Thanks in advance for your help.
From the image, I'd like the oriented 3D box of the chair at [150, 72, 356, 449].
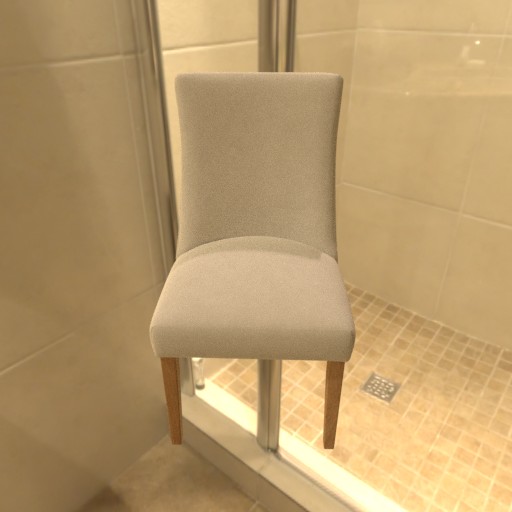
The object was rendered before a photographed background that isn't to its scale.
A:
[{"bbox_3d":[0.000,0.000,1.257,0.495,0.902,0.610,1,30,2],"label":"chair"}]
